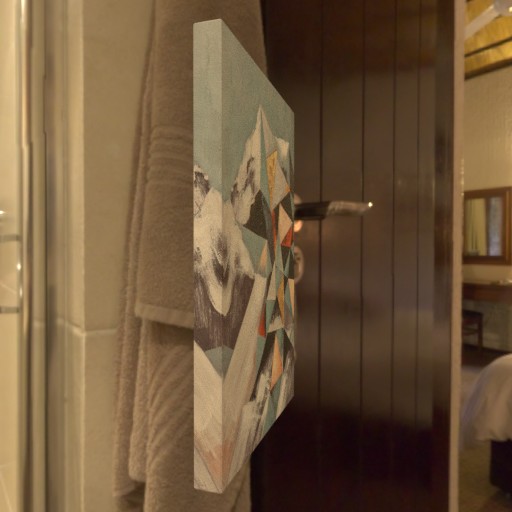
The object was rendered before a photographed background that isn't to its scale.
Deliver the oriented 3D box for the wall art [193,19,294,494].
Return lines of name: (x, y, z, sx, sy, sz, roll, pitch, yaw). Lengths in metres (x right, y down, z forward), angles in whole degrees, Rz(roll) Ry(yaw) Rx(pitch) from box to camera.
wall art: (0.000, 0.000, 1.145, 0.061, 0.911, 0.609, 0, 1, 18)
